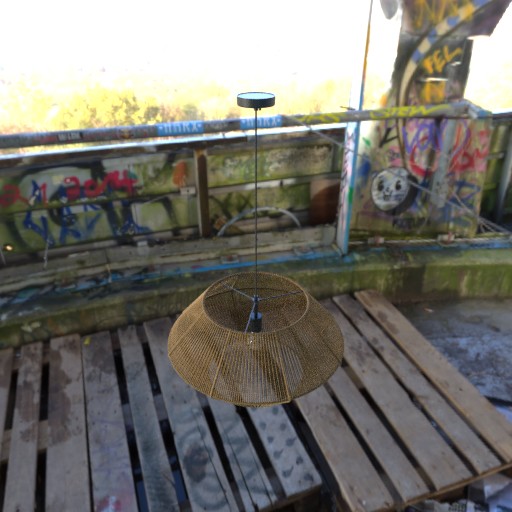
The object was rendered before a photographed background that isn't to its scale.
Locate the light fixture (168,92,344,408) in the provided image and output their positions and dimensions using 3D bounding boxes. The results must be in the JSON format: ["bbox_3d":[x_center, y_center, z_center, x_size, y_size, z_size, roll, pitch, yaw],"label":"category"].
[{"bbox_3d":[0.000,0.000,1.458,0.643,1.009,0.643,0,30,0],"label":"light fixture"}]
